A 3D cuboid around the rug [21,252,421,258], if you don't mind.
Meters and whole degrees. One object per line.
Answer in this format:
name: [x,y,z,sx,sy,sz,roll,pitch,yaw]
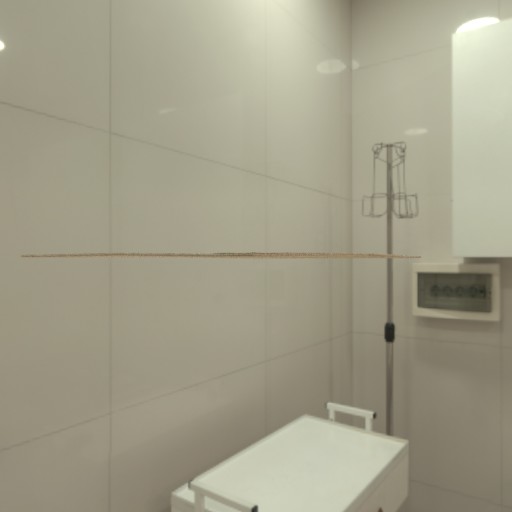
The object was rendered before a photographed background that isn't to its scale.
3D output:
rug: [0.000,0.000,2.986,1.574,0.029,2.346,0,-1,35]
